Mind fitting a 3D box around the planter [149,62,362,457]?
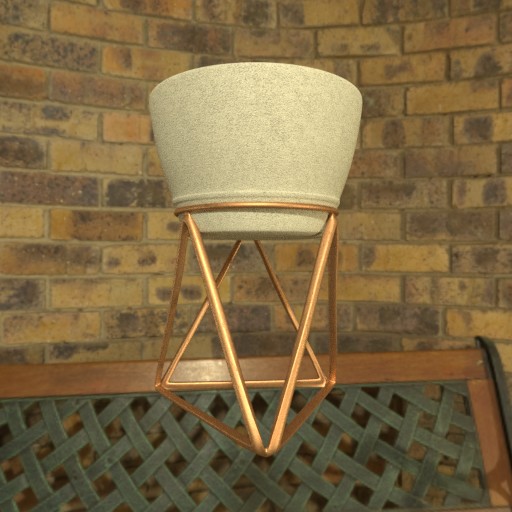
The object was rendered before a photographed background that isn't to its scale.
[{"bbox_3d":[0.000,0.000,0.748,0.350,0.504,0.350,0,0,-36],"label":"planter"}]
